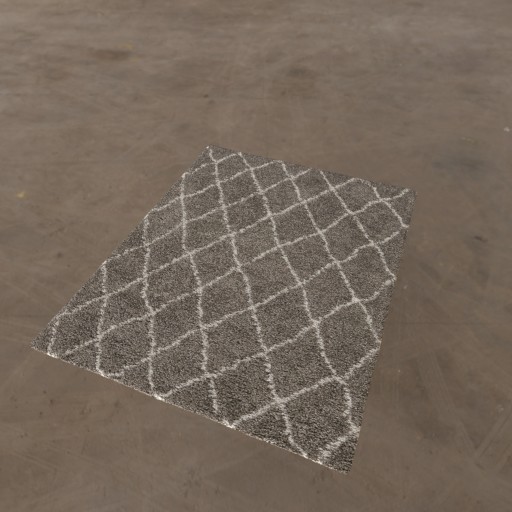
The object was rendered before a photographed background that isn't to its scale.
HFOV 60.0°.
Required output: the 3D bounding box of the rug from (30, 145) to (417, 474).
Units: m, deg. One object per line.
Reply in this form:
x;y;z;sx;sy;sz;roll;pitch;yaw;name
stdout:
0.000;0.000;3.986;2.438;0.029;3.047;16;47;15;rug
